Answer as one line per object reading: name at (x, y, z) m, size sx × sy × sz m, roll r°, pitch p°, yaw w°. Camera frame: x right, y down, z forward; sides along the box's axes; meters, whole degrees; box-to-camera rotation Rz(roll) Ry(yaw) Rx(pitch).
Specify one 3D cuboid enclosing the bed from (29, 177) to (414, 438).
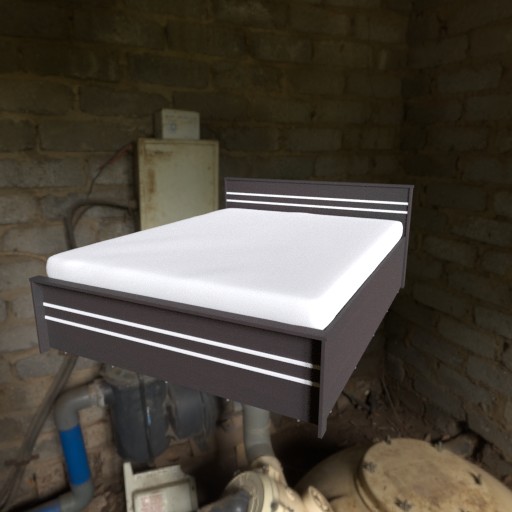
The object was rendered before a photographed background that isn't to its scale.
bed at (0.000, 0.000, 2.906) m, size 1.634 × 0.808 × 2.103 m, roll 7°, pitch 16°, yaw 25°
